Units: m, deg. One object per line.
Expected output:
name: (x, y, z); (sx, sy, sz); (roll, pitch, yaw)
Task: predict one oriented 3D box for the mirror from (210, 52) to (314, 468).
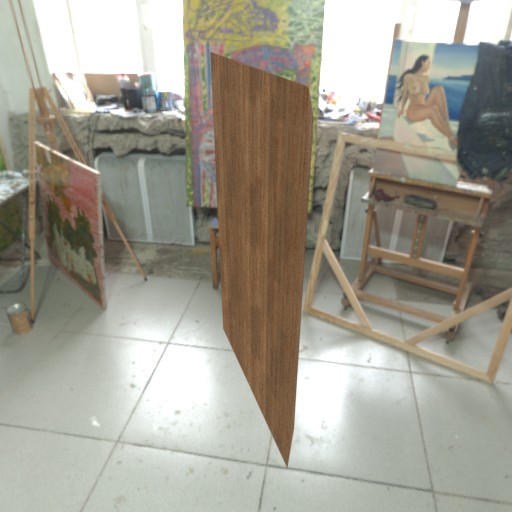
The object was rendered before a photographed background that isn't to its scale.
mirror: (0.000, 0.000, 1.263); (0.047, 1.010, 0.651); (-10, 31, -17)
